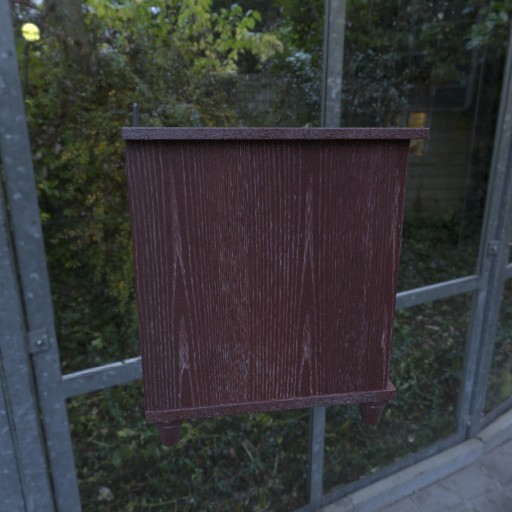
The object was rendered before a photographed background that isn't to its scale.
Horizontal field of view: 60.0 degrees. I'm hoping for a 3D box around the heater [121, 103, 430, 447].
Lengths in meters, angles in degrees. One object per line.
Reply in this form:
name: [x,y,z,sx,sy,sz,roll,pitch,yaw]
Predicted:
heater: [0.000,0.000,0.745,0.400,0.481,0.362,-2,16,-9]
